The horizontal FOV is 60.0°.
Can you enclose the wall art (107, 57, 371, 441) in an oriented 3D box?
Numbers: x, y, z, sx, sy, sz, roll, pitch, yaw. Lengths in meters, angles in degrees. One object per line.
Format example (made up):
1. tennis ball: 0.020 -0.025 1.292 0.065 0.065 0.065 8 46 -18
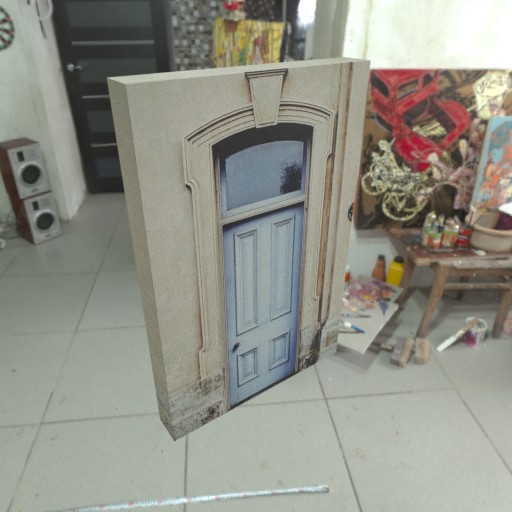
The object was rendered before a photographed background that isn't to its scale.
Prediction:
1. wall art: 0.000 0.000 0.484 0.254 0.381 0.038 -20 35 -30
